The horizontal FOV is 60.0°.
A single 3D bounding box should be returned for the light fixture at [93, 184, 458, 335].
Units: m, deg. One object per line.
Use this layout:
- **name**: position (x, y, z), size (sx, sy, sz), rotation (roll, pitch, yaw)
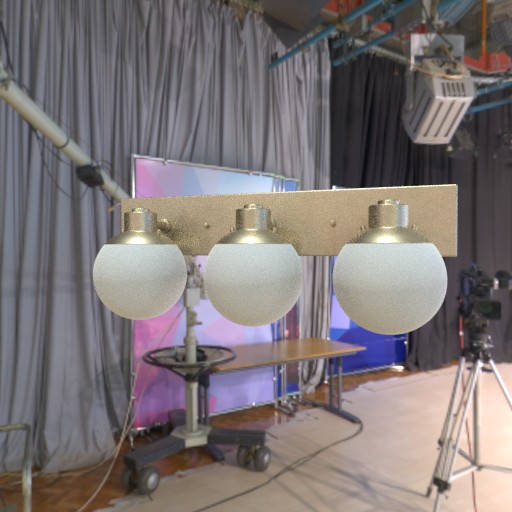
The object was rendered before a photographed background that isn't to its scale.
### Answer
- **light fixture**: position (0.000, 0.000, 0.850), size (0.721, 0.263, 0.218), rotation (0, 1, 19)
